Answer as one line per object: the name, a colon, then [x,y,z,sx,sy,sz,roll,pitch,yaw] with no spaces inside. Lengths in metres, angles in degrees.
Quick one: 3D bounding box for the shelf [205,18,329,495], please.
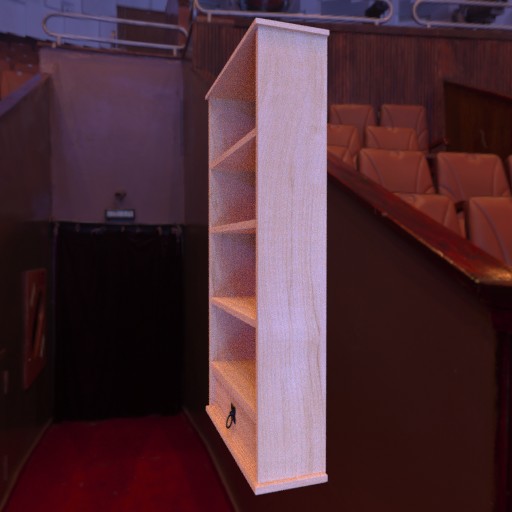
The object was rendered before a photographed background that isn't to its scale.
shelf: [0.000,0.000,1.226,0.175,1.030,0.520,0,1,-18]
